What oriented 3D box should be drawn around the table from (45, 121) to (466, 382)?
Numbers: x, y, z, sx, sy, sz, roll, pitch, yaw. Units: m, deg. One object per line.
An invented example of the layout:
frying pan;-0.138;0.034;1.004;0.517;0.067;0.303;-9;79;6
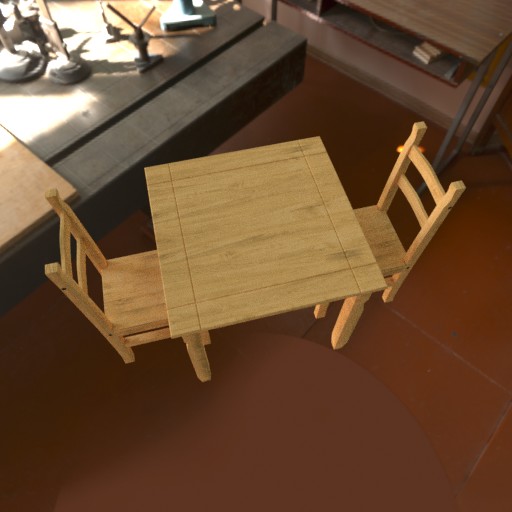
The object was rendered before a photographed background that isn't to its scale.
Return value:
table;0.000;0.000;2.026;1.501;0.942;0.813;-12;59;-7
